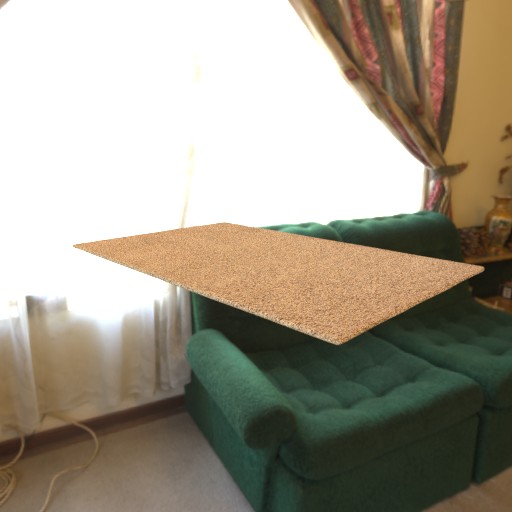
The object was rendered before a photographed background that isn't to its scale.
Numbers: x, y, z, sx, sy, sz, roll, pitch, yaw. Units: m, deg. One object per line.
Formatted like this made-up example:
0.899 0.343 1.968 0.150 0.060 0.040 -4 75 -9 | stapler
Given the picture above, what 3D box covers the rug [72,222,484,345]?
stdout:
0.000 0.000 3.025 1.524 0.030 2.438 -13 19 -43 | rug
